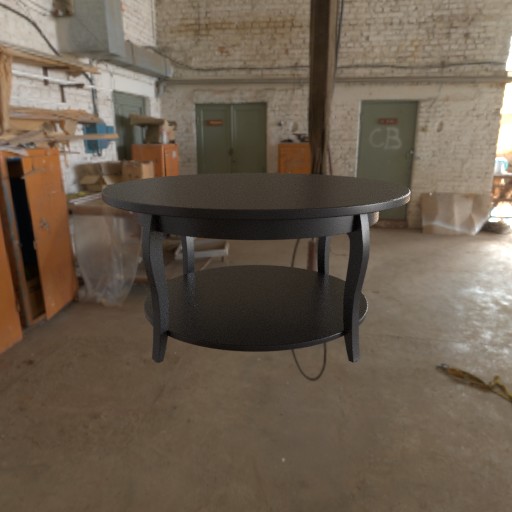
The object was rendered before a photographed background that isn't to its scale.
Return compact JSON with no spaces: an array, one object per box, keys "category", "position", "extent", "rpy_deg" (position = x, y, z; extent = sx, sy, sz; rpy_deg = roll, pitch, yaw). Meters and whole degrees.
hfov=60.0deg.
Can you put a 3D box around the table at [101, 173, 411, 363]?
[{"category":"table","position":[0.000,0.000,1.443],"extent":[0.914,0.457,0.914],"rpy_deg":[0,15,0]}]
